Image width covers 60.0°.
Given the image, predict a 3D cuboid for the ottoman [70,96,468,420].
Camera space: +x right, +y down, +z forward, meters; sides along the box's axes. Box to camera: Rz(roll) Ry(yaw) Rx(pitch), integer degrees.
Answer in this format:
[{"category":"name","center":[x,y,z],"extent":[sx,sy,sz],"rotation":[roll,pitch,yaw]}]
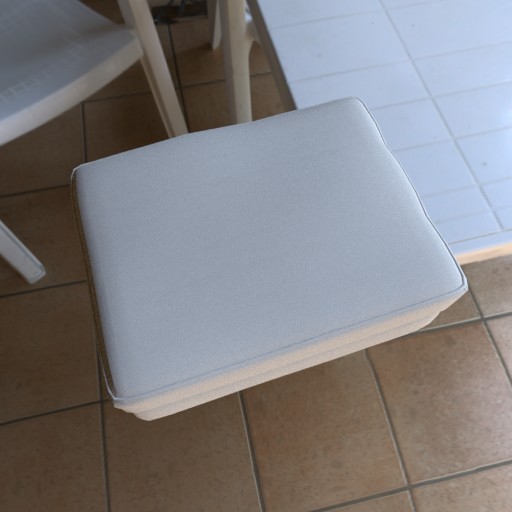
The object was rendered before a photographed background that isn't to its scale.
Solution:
[{"category":"ottoman","center":[0.000,0.000,1.207],"extent":[0.818,0.479,0.634],"rotation":[-17,65,-8]}]
